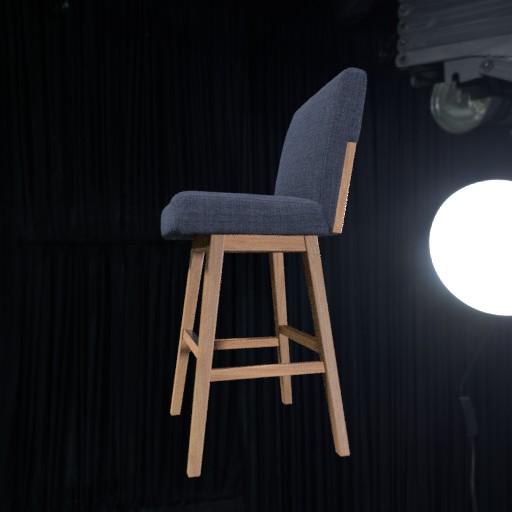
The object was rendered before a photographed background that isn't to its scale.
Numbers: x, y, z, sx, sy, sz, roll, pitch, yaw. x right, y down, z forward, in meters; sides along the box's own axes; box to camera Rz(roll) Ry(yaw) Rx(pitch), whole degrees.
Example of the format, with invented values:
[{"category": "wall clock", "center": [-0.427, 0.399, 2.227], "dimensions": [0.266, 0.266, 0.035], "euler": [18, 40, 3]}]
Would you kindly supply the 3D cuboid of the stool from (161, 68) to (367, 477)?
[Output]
[{"category": "stool", "center": [0.000, 0.000, 1.409], "dimensions": [0.570, 1.112, 0.483], "euler": [0, 0, -16]}]
